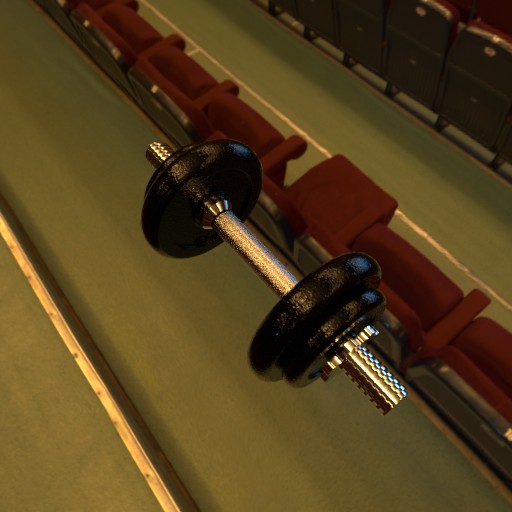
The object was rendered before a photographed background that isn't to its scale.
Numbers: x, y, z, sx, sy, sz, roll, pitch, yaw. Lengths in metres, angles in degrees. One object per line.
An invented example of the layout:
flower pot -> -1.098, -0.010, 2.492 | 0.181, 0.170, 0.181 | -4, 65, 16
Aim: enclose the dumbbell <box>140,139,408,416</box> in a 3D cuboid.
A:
dumbbell -> 0.000, 0.000, 0.592 | 0.202, 0.202, 0.497 | -34, 64, -20
